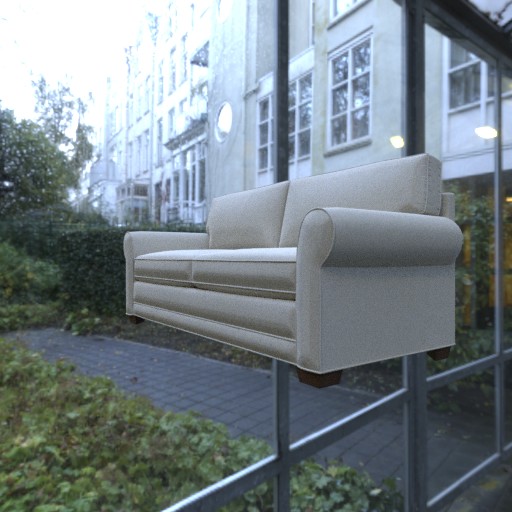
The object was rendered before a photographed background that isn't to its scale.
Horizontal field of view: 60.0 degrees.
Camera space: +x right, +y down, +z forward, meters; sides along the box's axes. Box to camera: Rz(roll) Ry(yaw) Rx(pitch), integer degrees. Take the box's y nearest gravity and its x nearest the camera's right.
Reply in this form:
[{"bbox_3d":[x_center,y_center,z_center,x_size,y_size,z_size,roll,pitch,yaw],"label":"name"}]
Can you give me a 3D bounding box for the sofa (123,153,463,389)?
[{"bbox_3d":[0.000,0.000,2.636,0.901,0.962,2.146,0,0,-36],"label":"sofa"}]
